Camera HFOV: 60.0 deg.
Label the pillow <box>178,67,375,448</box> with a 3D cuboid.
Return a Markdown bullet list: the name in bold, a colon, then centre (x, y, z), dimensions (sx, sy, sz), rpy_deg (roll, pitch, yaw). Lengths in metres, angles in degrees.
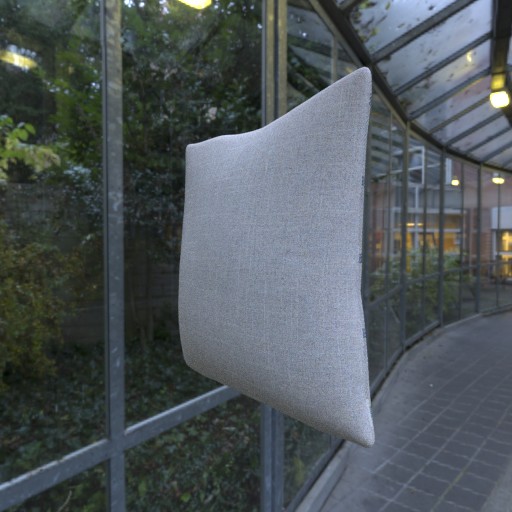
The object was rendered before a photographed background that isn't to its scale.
- **pillow**: centre (0.000, 0.000, 0.863), dimensions (0.192, 0.558, 0.578), rpy_deg (-1, 2, -36)
